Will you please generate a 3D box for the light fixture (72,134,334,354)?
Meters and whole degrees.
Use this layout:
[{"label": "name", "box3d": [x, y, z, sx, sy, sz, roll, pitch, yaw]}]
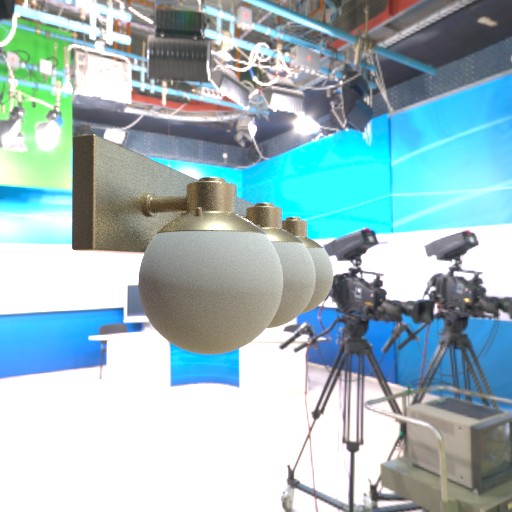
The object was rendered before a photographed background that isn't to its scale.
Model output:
[{"label": "light fixture", "box3d": [0.000, 0.000, 0.818, 0.218, 0.263, 0.721, 0, -1, 17]}]
